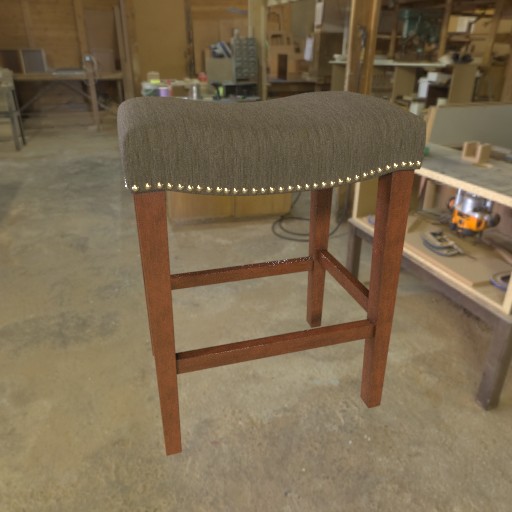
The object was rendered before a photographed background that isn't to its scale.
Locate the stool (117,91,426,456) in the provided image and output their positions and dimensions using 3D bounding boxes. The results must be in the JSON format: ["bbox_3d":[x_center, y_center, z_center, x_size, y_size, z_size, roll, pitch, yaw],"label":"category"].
[{"bbox_3d":[0.000,0.000,0.959,0.504,0.654,0.372,-7,26,-15],"label":"stool"}]
